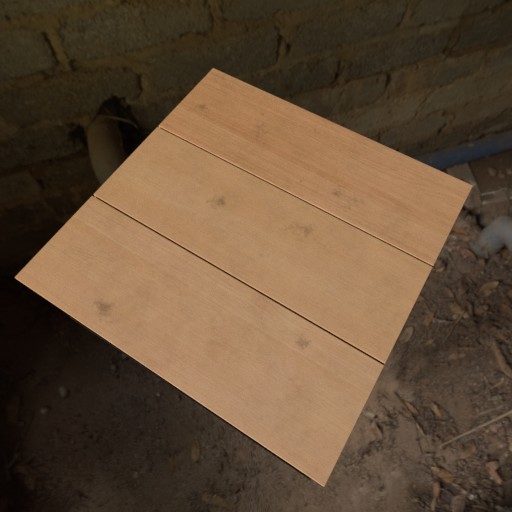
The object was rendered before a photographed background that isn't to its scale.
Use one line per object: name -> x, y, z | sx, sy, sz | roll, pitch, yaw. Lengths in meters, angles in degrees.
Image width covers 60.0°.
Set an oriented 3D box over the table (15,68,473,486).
table -> 0.000, 0.000, 1.648 | 1.100, 0.400, 1.100 | 29, 67, 14
